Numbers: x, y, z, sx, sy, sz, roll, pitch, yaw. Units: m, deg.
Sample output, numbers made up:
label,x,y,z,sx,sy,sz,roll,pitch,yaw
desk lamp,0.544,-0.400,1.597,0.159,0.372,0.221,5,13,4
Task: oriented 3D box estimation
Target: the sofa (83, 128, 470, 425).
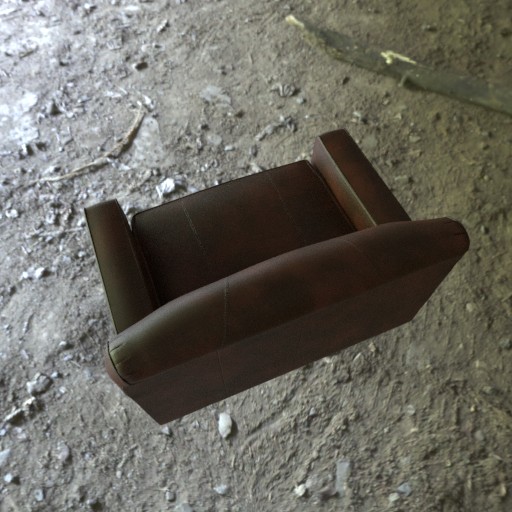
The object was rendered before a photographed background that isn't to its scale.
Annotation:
label,x,y,z,sx,sy,sz,roll,pitch,yaw
sofa,0.000,0.000,2.103,1.413,0.956,1.000,-20,61,-11
